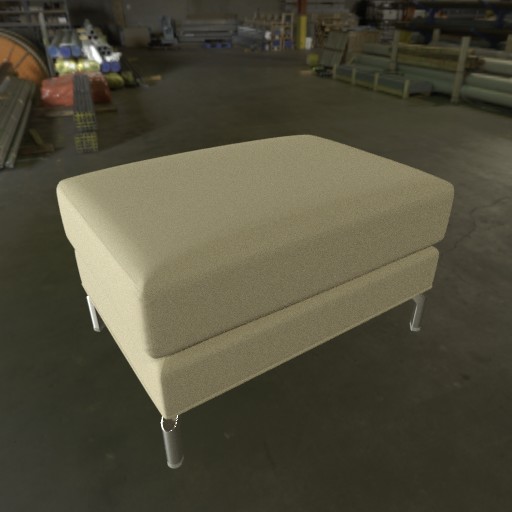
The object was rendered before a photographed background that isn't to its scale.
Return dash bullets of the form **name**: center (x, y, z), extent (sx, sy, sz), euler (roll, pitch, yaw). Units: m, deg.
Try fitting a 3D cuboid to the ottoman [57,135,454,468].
- **ottoman**: center (0.000, 0.000, 1.194), extent (0.835, 0.497, 0.581), euler (-19, 35, -29)
